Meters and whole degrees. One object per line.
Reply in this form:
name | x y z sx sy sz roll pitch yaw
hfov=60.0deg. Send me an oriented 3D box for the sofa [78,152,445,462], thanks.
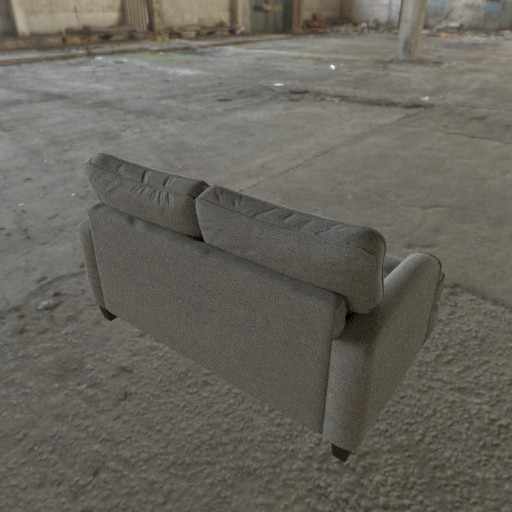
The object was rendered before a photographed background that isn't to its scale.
sofa | 0.000 0.000 2.225 1.651 0.965 0.965 21 35 32
